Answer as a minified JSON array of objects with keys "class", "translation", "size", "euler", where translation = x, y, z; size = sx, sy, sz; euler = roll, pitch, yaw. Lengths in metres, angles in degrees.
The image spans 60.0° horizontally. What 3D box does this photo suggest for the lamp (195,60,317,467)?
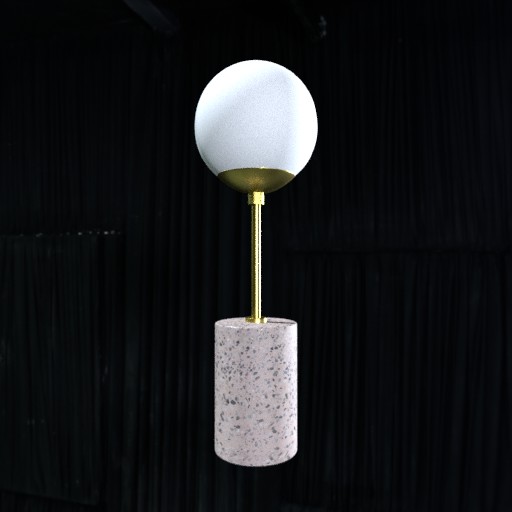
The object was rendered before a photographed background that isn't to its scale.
[{"class":"lamp","translation":[0.000,0.000,0.557],"size":[0.153,0.480,0.153],"euler":[0,-1,0]}]
